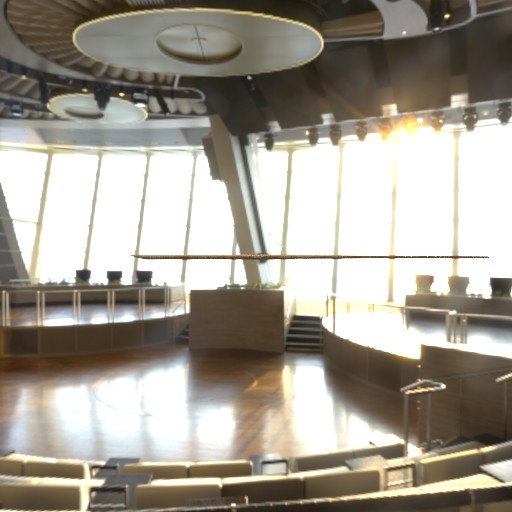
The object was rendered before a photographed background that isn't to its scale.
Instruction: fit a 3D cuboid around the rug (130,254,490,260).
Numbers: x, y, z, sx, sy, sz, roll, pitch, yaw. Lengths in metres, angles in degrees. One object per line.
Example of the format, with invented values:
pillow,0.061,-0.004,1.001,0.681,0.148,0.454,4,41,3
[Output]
rug,0.000,0.000,2.300,1.219,0.011,1.829,0,0,-17
